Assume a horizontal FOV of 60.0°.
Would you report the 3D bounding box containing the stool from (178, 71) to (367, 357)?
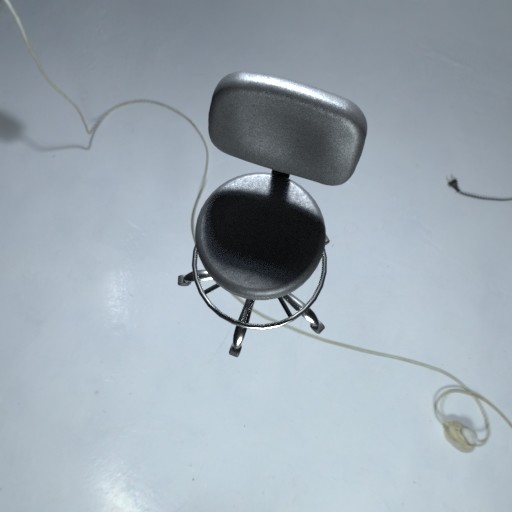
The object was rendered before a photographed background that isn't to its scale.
[{"bbox_3d":[0.000,0.000,1.504,0.694,1.069,0.658,17,76,4],"label":"stool"}]
